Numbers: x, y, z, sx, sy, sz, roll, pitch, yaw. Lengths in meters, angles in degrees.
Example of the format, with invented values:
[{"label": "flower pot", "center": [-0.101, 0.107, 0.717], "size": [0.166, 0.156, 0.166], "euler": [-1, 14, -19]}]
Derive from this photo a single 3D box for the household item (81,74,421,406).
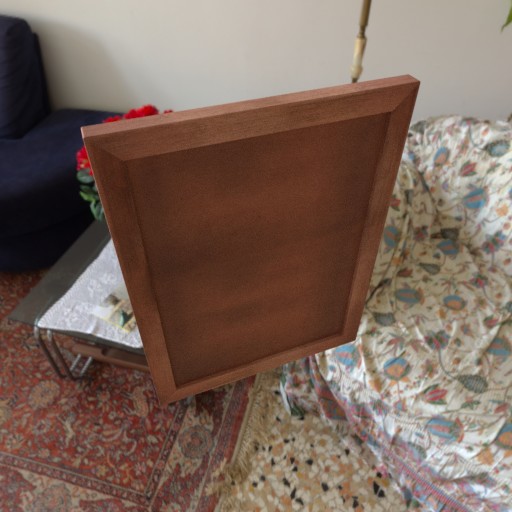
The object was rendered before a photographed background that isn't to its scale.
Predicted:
[{"label": "household item", "center": [0.000, 0.000, 0.540], "size": [0.310, 0.407, 0.067], "euler": [-15, 45, -15]}]
